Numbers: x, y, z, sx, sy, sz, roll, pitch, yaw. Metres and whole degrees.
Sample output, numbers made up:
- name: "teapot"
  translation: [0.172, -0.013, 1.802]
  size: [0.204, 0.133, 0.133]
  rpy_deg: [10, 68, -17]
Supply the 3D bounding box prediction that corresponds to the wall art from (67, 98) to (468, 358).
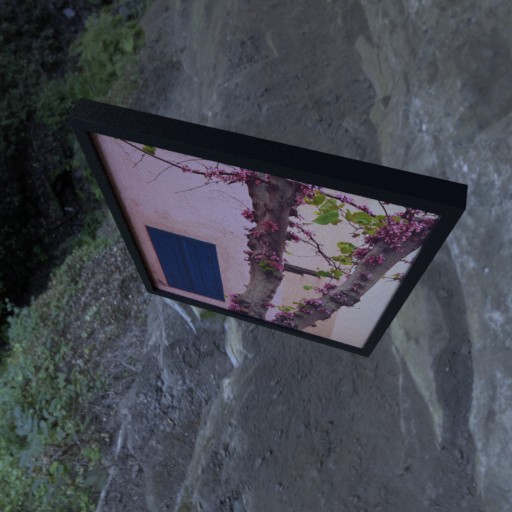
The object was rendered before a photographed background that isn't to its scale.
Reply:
- name: "wall art"
  translation: [0.000, 0.000, 0.765]
  size: [0.508, 0.508, 0.038]
  rpy_deg: [15, 60, 9]
